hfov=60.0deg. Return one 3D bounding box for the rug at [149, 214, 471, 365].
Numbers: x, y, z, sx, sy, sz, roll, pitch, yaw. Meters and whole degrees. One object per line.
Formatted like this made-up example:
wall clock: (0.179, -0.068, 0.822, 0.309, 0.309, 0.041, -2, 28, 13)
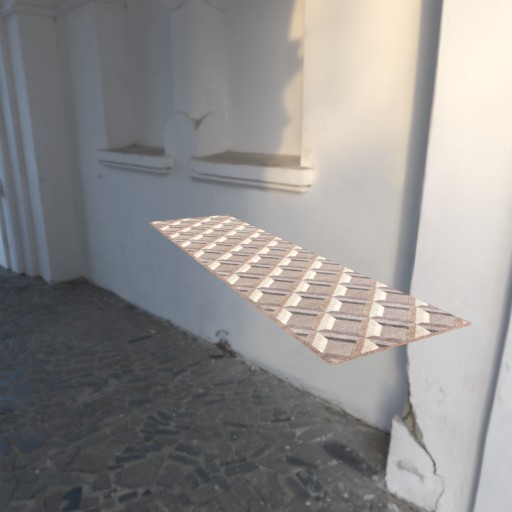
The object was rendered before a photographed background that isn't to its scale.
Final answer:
rug: (0.000, 0.000, 2.650, 0.685, 0.013, 2.437, -8, 19, -26)
